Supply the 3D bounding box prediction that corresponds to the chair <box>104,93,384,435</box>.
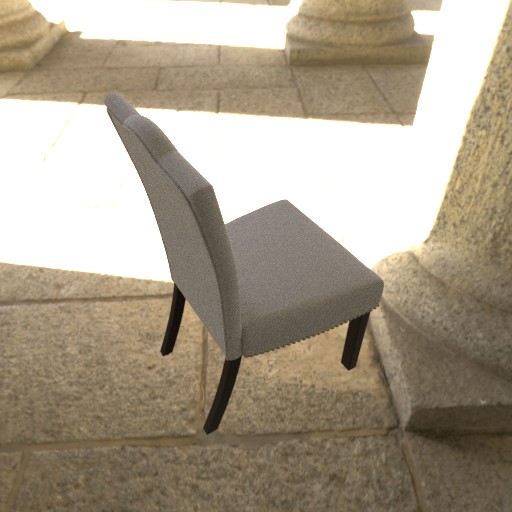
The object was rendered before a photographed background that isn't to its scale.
[{"bbox_3d":[0.000,0.000,1.300,0.589,0.946,0.518,-22,46,-23],"label":"chair"}]
